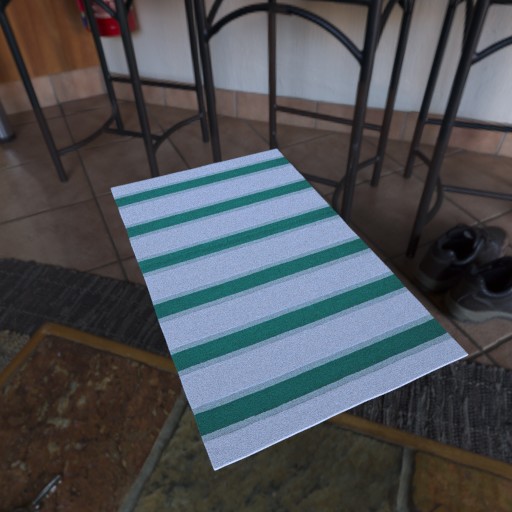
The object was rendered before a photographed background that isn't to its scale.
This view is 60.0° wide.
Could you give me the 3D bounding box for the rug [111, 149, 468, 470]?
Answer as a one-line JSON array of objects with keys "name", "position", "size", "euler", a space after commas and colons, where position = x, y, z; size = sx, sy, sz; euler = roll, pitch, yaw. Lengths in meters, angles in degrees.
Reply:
[{"name": "rug", "position": [0.000, 0.000, 3.058], "size": [1.521, 0.015, 2.436], "euler": [-17, 47, -17]}]
